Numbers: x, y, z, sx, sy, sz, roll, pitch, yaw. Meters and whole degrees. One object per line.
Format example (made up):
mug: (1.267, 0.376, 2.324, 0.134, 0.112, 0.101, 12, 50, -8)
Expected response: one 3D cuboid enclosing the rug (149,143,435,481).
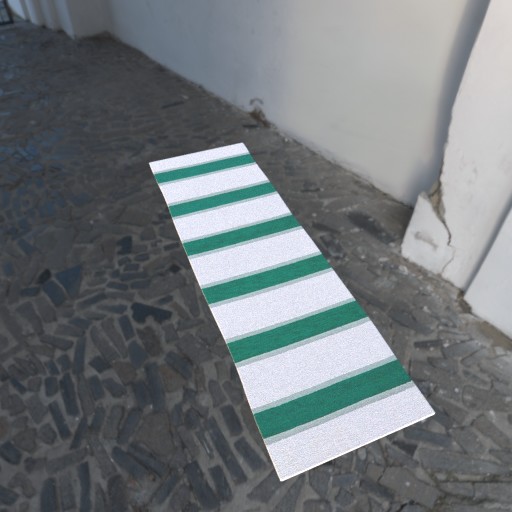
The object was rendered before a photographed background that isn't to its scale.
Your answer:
rug: (0.000, 0.000, 2.682, 0.768, 0.012, 2.438, -16, 48, -15)
